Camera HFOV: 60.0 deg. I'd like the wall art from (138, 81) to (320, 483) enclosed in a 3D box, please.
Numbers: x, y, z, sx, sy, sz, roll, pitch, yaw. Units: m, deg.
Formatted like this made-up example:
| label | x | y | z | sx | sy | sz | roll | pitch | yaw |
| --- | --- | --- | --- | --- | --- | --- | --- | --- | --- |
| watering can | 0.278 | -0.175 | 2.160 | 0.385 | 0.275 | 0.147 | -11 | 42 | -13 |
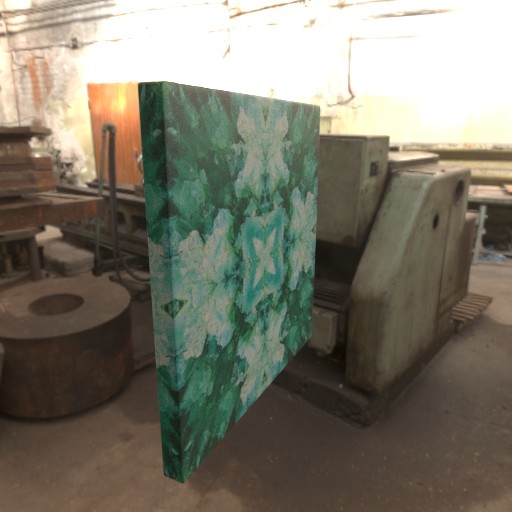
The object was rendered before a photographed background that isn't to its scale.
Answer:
| label | x | y | z | sx | sy | sz | roll | pitch | yaw |
| --- | --- | --- | --- | --- | --- | --- | --- | --- | --- |
| wall art | 0.000 | 0.000 | 0.751 | 0.038 | 0.508 | 0.507 | 8 | 17 | 26 |
